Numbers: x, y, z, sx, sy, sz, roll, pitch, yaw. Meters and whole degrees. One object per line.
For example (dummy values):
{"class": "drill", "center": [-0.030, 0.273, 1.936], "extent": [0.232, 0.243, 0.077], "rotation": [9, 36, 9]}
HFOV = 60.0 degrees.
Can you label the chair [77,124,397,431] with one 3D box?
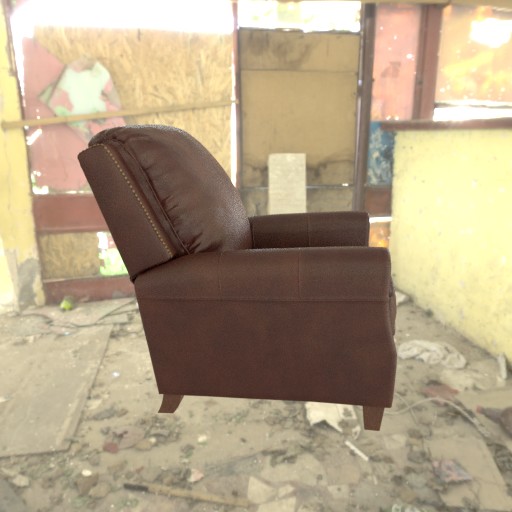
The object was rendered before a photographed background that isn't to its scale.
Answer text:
{"class": "chair", "center": [0.000, 0.000, 1.791], "extent": [1.089, 1.022, 0.826], "rotation": [2, 16, 9]}
